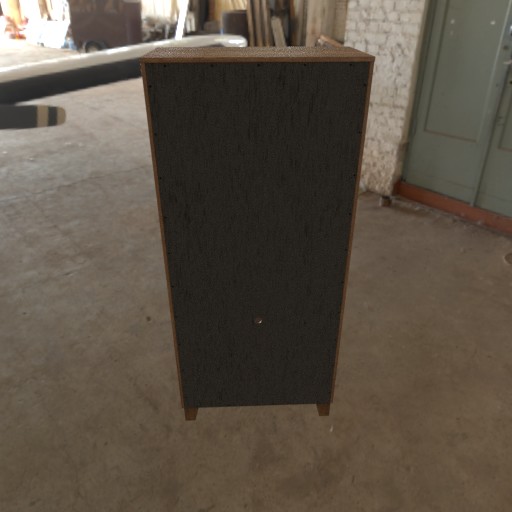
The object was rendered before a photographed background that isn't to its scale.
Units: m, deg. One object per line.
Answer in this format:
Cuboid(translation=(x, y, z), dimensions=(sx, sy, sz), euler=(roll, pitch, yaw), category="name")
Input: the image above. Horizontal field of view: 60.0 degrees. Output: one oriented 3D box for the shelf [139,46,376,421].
Cuboid(translation=(0.000, 0.000, 2.293), dimensions=(0.864, 1.930, 0.453), euler=(-1, 30, -2), category="shelf")
